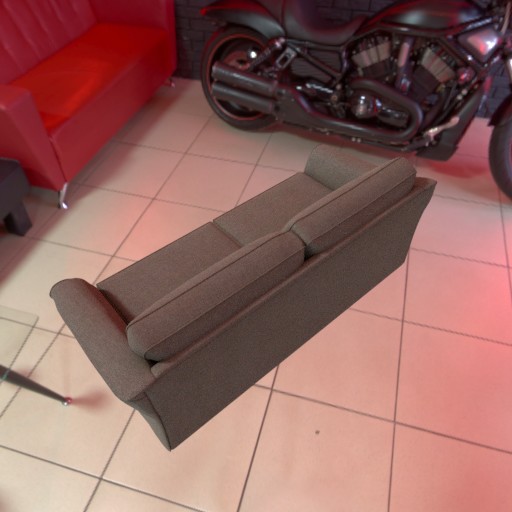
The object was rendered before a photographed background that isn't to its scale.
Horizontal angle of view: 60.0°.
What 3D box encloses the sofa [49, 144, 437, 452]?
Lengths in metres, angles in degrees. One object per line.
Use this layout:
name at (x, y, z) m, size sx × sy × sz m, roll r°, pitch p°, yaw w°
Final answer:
sofa at (0.000, 0.000, 2.765) m, size 2.270 × 0.906 × 0.986 m, roll -32°, pitch 54°, yaw -27°
